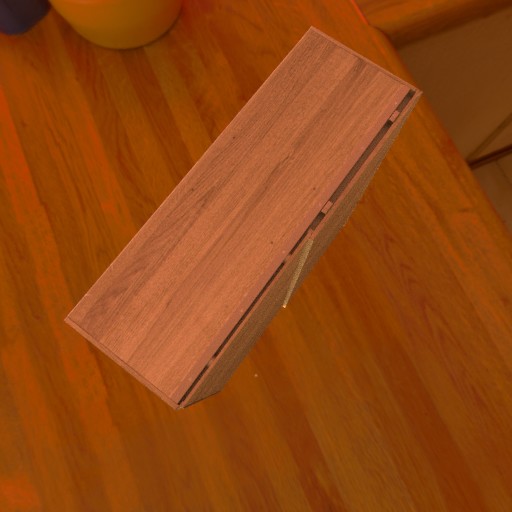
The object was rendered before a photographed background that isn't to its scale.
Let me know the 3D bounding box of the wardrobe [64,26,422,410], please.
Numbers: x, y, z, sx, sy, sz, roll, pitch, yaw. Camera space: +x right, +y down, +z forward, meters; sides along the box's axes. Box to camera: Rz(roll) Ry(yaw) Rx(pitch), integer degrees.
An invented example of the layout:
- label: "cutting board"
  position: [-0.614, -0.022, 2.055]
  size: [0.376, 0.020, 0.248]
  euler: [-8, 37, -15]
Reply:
- label: "wardrobe"
  position: [0.000, 0.000, 2.874]
  size: [0.629, 1.960, 1.780]
  euler: [35, 78, 9]
